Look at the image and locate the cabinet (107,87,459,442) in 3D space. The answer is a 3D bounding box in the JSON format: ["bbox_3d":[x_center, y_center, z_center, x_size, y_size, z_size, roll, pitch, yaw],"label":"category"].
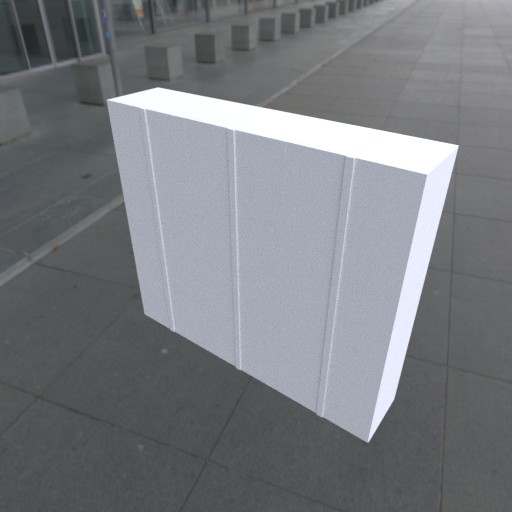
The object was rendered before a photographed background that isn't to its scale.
[{"bbox_3d":[0.000,0.000,3.873,2.700,2.370,0.590,22,39,30],"label":"cabinet"}]
